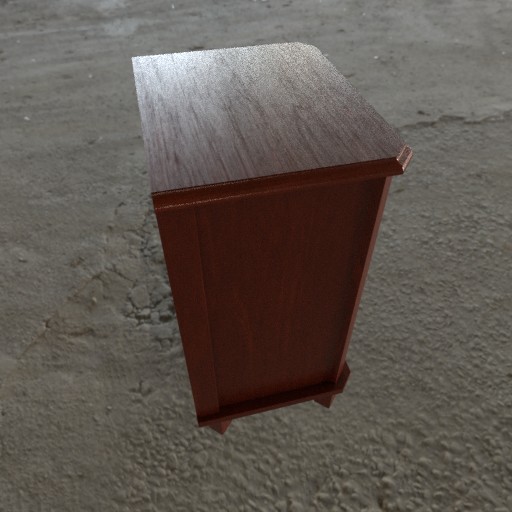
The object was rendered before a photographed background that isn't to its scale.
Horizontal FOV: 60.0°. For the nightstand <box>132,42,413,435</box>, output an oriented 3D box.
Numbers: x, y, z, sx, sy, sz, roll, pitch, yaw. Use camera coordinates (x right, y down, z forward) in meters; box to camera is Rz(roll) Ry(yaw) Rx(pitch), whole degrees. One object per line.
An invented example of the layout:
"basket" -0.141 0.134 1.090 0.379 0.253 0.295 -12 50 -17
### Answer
"nightstand" 0.000 0.000 0.913 0.351 0.681 0.435 -10 46 -10
